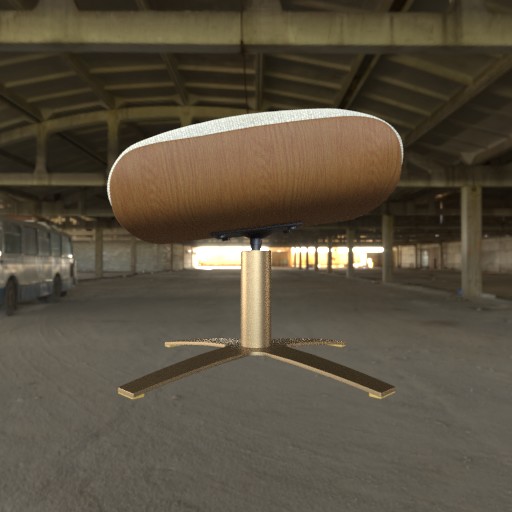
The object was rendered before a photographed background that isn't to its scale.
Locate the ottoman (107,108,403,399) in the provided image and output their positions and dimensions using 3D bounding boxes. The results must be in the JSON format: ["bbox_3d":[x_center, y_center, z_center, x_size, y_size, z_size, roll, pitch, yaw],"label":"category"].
[{"bbox_3d":[0.000,0.000,0.798,0.394,0.391,0.520,0,0,0],"label":"ottoman"}]
